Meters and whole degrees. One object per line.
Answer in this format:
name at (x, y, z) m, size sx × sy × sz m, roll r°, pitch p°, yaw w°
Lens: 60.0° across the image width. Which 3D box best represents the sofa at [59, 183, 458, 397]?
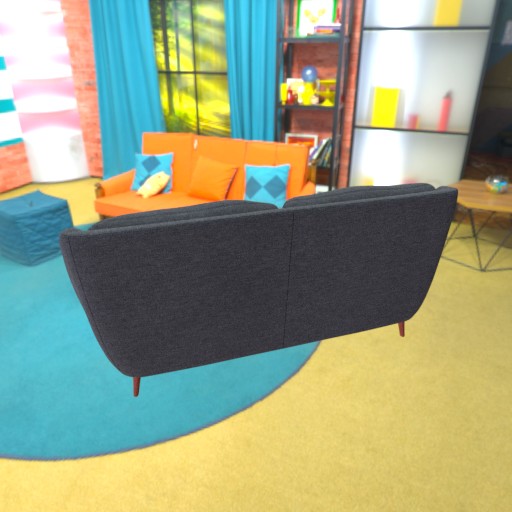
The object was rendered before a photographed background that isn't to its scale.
sofa at (0.000, 0.000, 2.458) m, size 1.929 × 0.896 × 0.975 m, roll -8°, pitch 27°, yaw -17°
